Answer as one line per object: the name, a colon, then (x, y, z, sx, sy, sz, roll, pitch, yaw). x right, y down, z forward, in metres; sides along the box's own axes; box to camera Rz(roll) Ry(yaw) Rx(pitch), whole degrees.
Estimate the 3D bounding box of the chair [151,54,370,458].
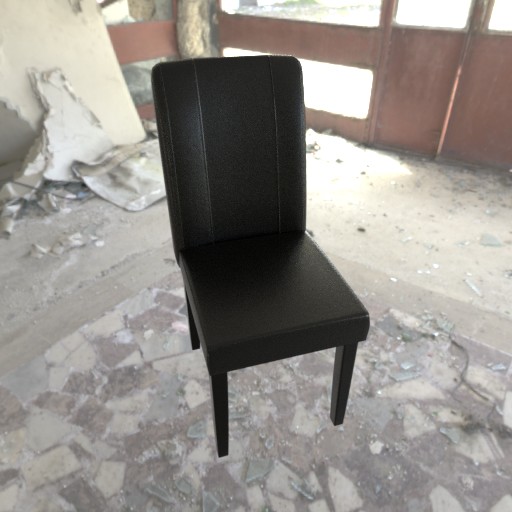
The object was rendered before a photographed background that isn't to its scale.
chair: (0.000, 0.000, 1.178, 0.399, 0.897, 0.556, -10, 35, -14)
